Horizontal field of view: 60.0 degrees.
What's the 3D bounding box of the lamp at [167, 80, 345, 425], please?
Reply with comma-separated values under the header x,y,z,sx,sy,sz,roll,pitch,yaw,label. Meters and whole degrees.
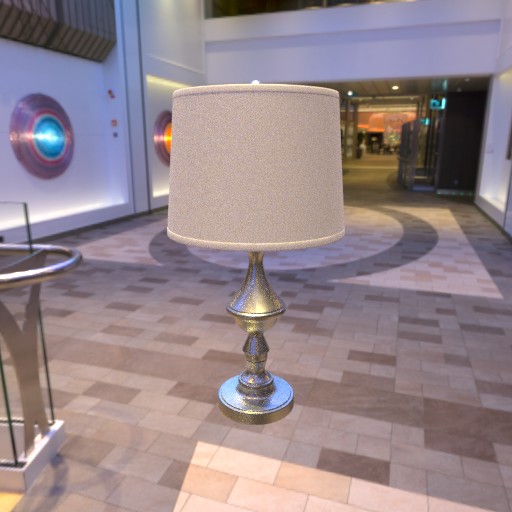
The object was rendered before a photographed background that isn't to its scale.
x,y,z,sx,sy,sz,roll,pitch,yaw,label
0.000,0.000,0.987,0.383,0.733,0.383,0,14,0,lamp
